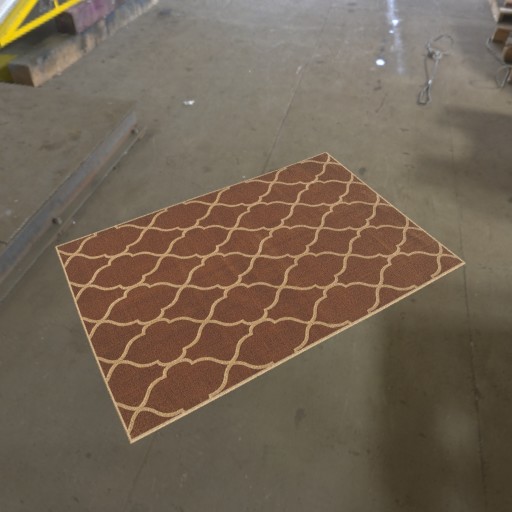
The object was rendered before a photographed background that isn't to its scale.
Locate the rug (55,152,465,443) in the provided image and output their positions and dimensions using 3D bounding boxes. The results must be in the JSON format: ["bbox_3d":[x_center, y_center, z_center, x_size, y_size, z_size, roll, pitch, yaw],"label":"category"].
[{"bbox_3d":[0.000,0.000,2.939,2.290,0.014,1.526,-23,50,-21],"label":"rug"}]
